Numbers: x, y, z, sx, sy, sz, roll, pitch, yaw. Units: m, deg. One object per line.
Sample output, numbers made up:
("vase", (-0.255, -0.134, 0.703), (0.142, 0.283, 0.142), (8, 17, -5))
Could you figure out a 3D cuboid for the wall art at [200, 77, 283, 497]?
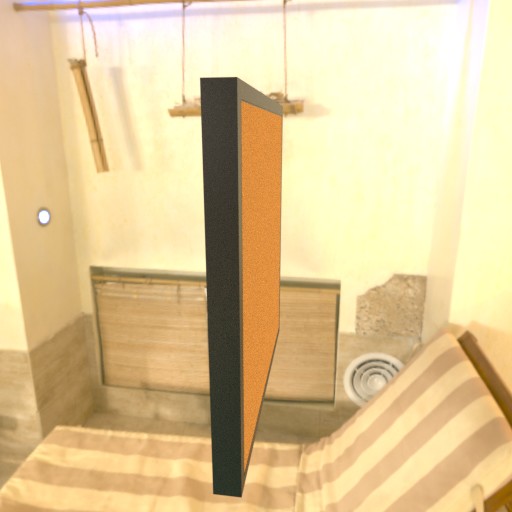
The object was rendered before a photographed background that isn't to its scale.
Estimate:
("wall art", (0.000, 0.000, 0.747), (0.038, 0.506, 0.506), (2, 16, 8))
